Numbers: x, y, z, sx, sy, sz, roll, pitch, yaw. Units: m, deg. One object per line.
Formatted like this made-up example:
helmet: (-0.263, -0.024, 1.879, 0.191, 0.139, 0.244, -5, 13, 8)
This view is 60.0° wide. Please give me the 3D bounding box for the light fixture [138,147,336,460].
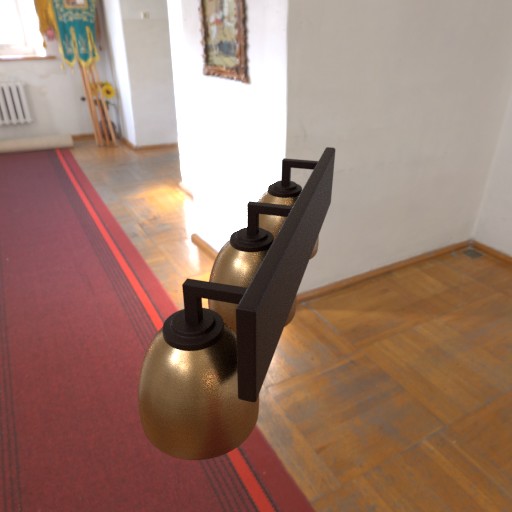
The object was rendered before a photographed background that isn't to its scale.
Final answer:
light fixture: (0.000, 0.000, 0.679, 0.157, 0.204, 0.582, 8, 30, 14)
